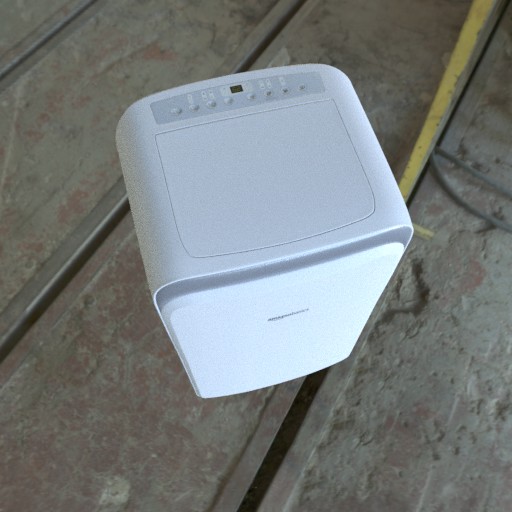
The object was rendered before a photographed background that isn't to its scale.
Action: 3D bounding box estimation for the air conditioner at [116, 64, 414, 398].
[{"bbox_3d":[0.000,0.000,1.039,0.478,0.765,0.467,-14,63,-7],"label":"air conditioner"}]
